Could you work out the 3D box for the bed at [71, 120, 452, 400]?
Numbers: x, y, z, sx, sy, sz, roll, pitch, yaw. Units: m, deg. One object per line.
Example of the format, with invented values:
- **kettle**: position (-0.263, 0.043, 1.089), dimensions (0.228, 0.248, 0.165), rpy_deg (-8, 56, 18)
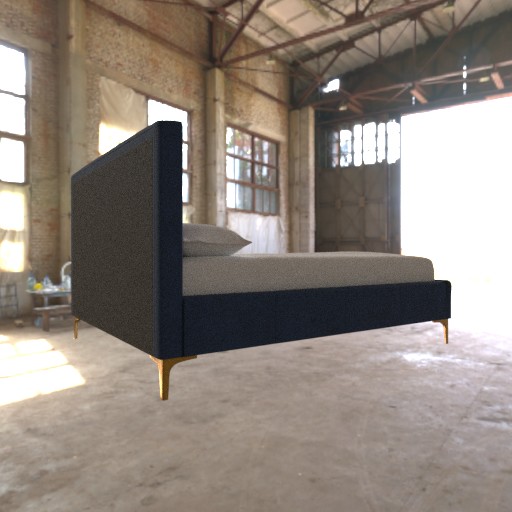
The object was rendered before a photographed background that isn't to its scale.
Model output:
- **bed**: position (0.000, 0.000, 3.204), dimensions (2.172, 1.231, 1.723), rpy_deg (0, 0, -35)
